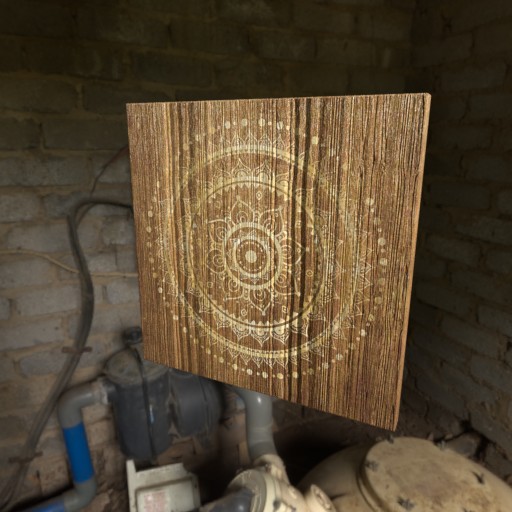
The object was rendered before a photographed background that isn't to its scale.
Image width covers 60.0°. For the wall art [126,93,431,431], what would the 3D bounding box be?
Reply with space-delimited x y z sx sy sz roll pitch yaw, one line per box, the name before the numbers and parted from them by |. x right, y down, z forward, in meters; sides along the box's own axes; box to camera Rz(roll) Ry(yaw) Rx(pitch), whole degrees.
wall art | 0.000 0.000 0.906 0.611 0.608 0.042 7 17 26
